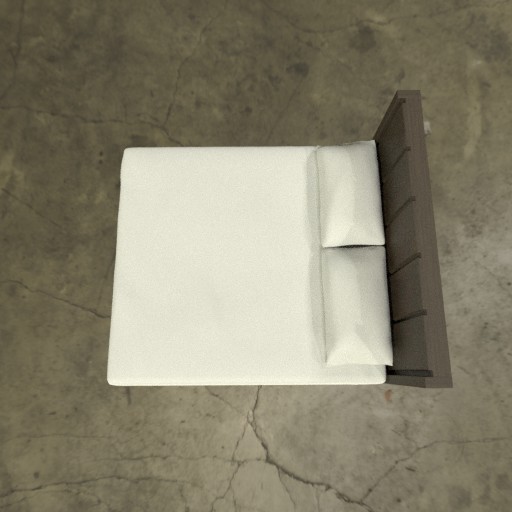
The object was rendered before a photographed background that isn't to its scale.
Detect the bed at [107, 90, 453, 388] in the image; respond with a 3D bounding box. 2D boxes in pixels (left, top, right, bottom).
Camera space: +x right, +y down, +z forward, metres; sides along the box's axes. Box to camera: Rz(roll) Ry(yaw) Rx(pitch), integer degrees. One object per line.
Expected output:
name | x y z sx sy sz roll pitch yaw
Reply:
bed | 0.000 0.000 3.069 1.992 1.261 1.735 0 76 0
